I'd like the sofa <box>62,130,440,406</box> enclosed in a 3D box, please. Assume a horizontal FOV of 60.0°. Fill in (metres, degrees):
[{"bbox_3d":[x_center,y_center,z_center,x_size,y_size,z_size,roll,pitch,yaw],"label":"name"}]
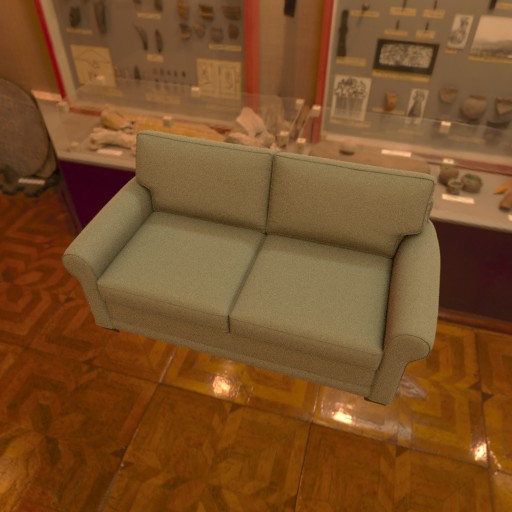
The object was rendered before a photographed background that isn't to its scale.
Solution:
[{"bbox_3d":[0.000,0.000,2.486,1.930,0.952,0.940,12,44,13],"label":"sofa"}]
